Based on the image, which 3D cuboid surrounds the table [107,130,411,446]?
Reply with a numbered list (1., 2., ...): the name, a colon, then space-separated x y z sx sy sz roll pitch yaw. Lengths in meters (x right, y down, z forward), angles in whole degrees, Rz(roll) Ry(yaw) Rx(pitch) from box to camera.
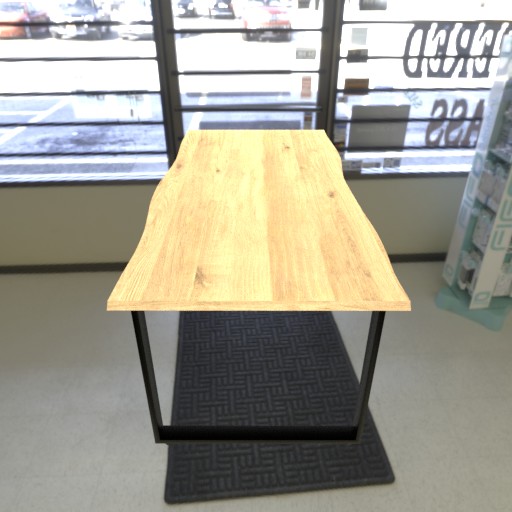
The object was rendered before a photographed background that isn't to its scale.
1. table: 0.000 0.000 2.236 0.900 0.780 1.800 0 31 0
